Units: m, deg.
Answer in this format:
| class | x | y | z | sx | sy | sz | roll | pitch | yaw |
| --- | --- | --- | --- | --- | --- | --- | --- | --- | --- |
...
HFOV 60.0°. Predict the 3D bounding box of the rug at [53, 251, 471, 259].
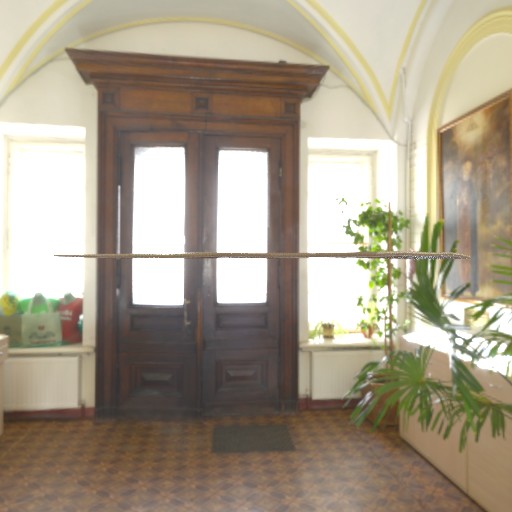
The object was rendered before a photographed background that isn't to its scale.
| class | x | y | z | sx | sy | sz | roll | pitch | yaw |
| --- | --- | --- | --- | --- | --- | --- | --- | --- | --- |
| rug | 0.000 | 0.000 | 2.337 | 1.829 | 0.034 | 1.252 | -1 | -1 | 37 |
